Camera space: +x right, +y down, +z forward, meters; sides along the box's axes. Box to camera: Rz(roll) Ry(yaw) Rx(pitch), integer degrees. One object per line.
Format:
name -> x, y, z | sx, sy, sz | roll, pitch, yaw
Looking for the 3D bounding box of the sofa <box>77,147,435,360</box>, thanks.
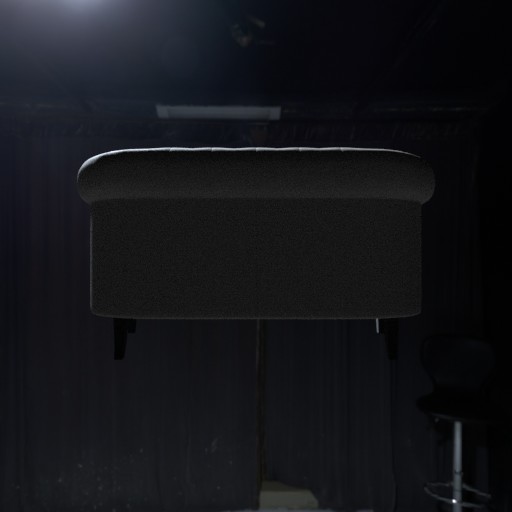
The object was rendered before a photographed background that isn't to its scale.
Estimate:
sofa -> 0.000, 0.000, 2.026 | 1.558, 0.827, 0.835 | 0, 0, 0
